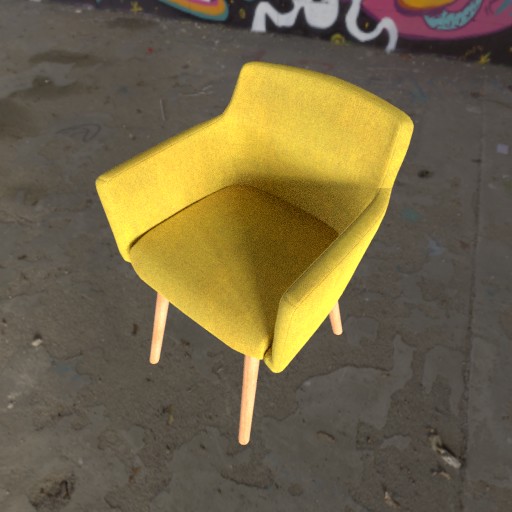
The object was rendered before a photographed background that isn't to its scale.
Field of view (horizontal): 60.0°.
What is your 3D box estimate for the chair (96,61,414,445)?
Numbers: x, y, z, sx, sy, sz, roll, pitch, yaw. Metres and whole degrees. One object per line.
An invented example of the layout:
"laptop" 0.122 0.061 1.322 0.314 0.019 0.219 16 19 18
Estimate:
"chair" 0.000 0.000 1.162 0.570 0.780 0.570 32 54 27
